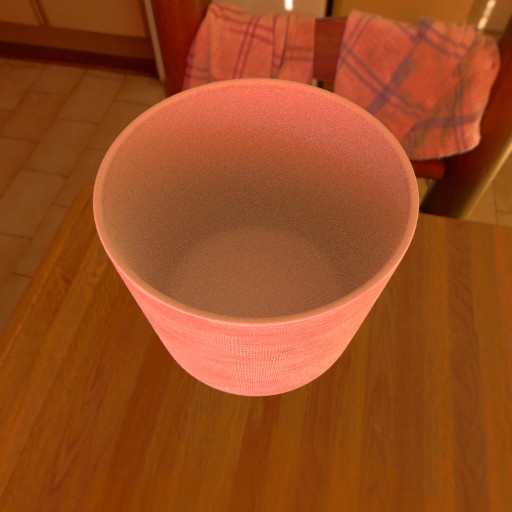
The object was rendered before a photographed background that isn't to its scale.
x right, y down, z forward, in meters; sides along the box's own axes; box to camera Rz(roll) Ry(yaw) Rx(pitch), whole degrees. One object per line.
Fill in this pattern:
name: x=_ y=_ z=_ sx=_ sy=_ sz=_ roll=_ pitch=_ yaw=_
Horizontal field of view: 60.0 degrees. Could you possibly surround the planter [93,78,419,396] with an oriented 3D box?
planter: x=0.000 y=0.000 z=0.775 sx=0.440 sy=0.398 sz=0.440 roll=0 pitch=57 yaw=0
